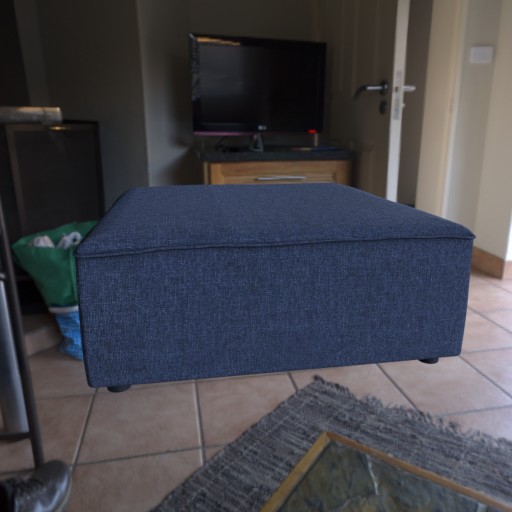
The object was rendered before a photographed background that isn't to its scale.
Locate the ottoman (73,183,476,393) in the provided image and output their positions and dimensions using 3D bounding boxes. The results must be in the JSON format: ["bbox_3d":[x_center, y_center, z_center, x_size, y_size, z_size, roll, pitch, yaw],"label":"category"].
[{"bbox_3d":[0.000,0.000,1.574,1.017,0.423,1.023,-2,16,-9],"label":"ottoman"}]
